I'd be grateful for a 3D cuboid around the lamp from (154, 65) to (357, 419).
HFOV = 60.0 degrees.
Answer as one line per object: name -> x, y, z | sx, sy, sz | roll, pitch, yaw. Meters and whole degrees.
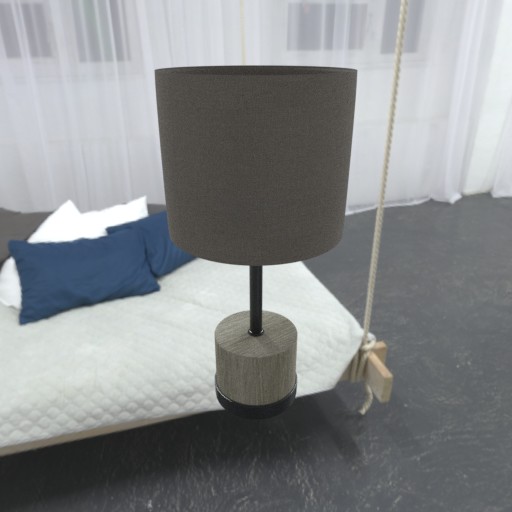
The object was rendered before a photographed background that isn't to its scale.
lamp -> 0.000, 0.000, 0.605 | 0.229, 0.470, 0.229 | -17, 30, -32
